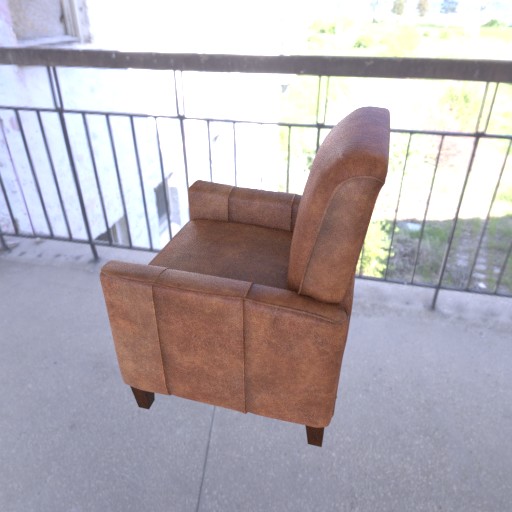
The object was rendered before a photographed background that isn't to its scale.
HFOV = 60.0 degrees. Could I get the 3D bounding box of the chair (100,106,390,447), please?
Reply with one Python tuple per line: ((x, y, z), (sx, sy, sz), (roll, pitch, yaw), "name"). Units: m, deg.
((0.000, 0.000, 1.672), (0.836, 1.043, 0.843), (8, 31, 13), "chair")
